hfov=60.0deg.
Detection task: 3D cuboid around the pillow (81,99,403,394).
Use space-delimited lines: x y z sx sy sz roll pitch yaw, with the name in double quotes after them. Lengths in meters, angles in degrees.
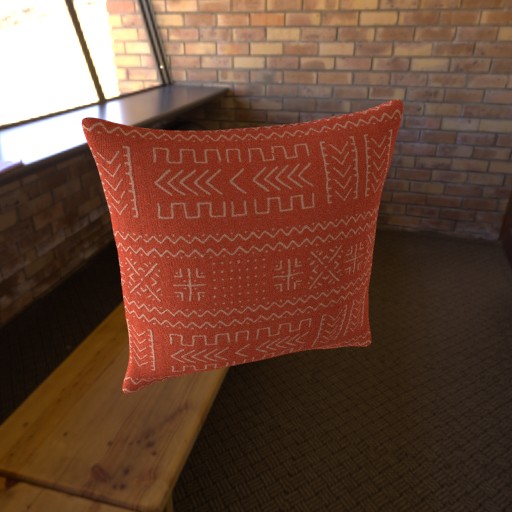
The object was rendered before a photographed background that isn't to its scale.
0.000 0.000 0.663 0.438 0.429 0.164 -8 28 -15 "pillow"
